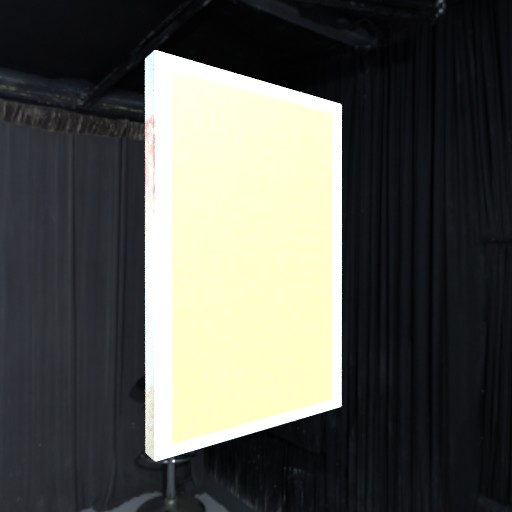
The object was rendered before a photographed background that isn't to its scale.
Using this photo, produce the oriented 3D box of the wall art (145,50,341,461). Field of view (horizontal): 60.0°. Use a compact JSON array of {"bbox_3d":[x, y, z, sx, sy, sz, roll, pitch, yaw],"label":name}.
[{"bbox_3d":[0.000,0.000,0.788,0.401,0.610,0.038,0,0,-36],"label":"wall art"}]
